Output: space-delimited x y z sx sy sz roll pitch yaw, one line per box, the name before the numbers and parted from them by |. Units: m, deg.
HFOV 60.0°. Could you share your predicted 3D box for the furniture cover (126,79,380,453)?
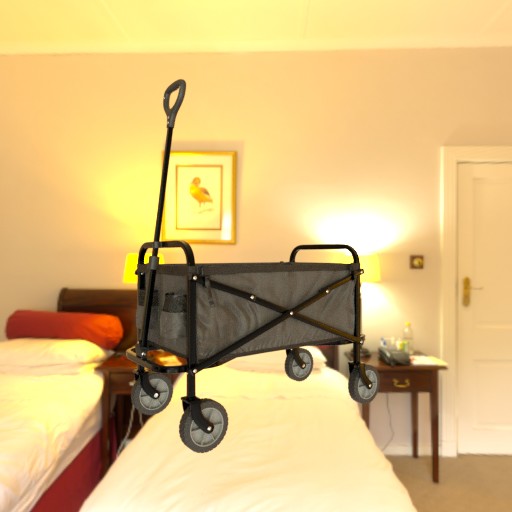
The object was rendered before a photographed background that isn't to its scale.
furniture cover | 0.000 0.000 1.868 1.038 1.295 0.532 0 0 -36
